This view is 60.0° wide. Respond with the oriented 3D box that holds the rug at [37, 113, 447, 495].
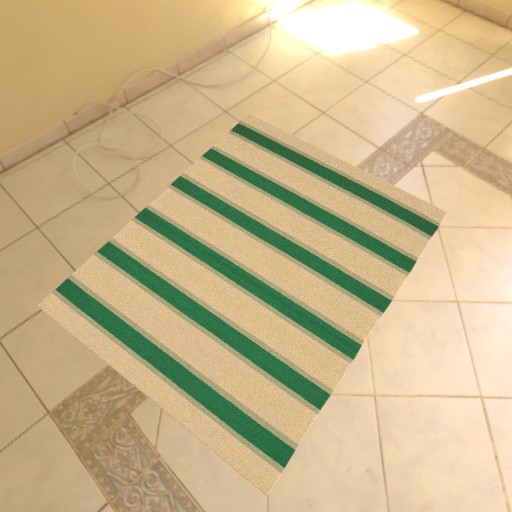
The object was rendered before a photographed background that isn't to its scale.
[{"bbox_3d":[0.000,0.000,4.066,2.434,0.019,3.041,32,63,18],"label":"rug"}]
